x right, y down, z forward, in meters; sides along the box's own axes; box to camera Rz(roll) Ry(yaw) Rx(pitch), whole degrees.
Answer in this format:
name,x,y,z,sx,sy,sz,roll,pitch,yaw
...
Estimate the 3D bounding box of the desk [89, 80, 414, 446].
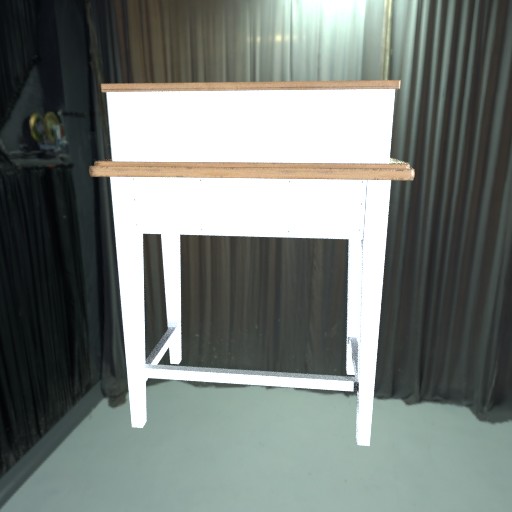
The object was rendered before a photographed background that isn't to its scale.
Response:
name,x,y,z,sx,sy,sz,roll,pitch,yaw
desk,0.000,0.000,1.397,0.814,0.981,0.462,2,16,7
